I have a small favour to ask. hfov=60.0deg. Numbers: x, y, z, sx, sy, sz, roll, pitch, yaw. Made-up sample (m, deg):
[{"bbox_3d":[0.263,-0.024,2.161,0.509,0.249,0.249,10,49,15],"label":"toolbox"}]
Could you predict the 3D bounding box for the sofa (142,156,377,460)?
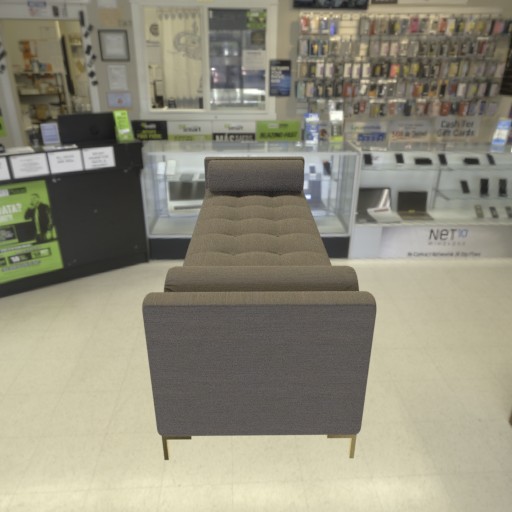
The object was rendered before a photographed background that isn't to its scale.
[{"bbox_3d":[0.000,0.000,2.287,0.686,0.635,1.981,0,25,-1],"label":"sofa"}]
